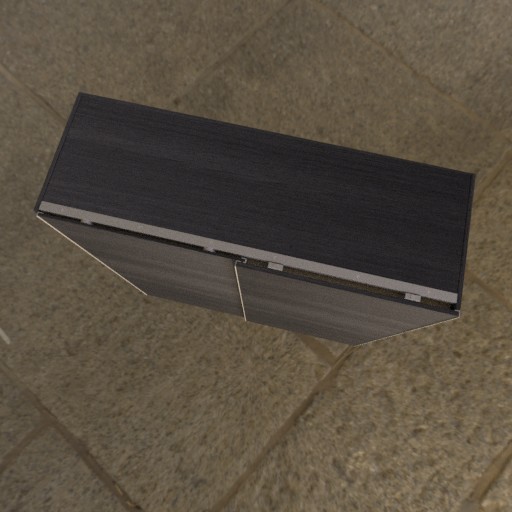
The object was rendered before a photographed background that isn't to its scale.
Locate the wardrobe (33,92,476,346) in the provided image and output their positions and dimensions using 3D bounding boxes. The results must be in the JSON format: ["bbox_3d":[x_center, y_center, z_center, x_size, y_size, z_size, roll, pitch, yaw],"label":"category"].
[{"bbox_3d":[0.000,0.000,2.804,1.780,1.960,0.629,13,76,3],"label":"wardrobe"}]
